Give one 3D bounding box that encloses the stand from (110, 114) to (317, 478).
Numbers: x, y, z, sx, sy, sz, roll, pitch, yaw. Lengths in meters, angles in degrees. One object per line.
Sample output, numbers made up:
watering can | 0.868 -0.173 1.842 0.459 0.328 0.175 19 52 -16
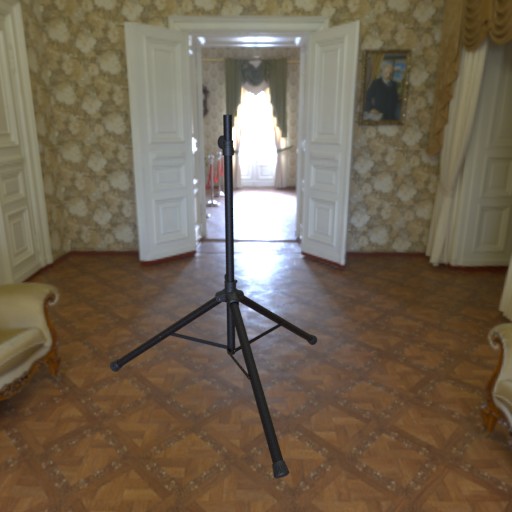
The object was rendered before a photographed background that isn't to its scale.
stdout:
stand | 0.000 0.000 1.884 1.045 1.136 0.907 14 21 42
